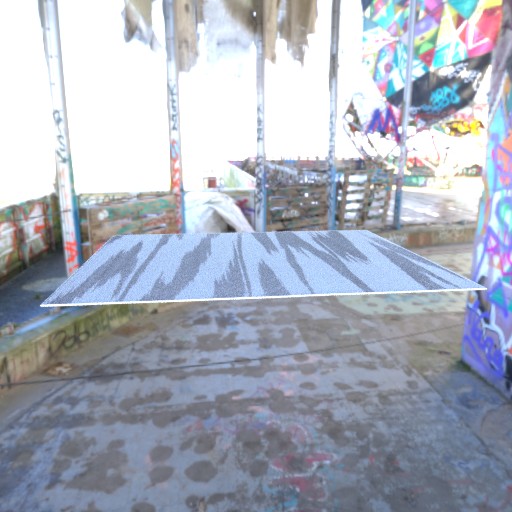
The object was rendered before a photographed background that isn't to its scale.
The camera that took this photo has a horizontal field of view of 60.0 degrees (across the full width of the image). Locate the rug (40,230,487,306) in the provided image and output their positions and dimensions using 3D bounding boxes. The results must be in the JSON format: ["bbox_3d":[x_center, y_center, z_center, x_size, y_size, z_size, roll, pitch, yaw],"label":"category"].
[{"bbox_3d":[0.000,0.000,4.015,2.945,0.014,2.353,-2,13,-7],"label":"rug"}]
